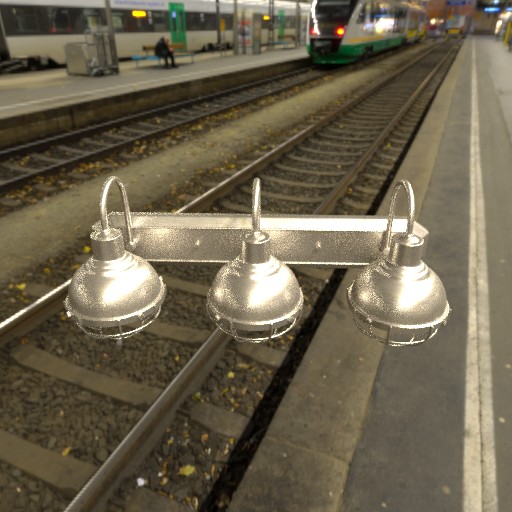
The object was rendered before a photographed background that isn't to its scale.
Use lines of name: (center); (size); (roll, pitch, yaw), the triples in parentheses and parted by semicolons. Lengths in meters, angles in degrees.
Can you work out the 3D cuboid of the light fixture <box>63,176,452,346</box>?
light fixture: (0.000, 0.000, 0.745); (0.634, 0.254, 0.229); (1, 28, 2)
